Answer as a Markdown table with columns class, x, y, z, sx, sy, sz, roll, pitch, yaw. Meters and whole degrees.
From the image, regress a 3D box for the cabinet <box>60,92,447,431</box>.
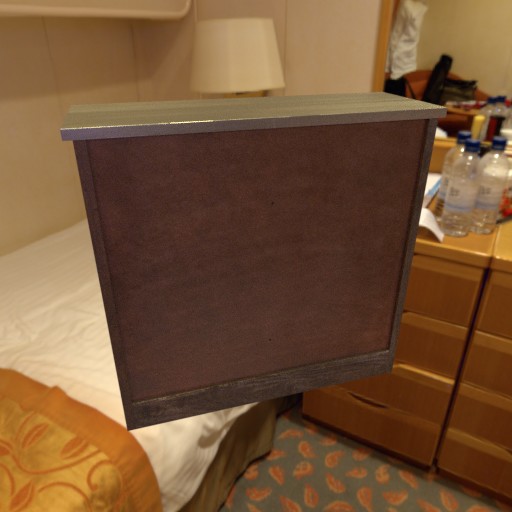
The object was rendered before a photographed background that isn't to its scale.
| class | x | y | z | sx | sy | sz | roll | pitch | yaw |
| --- | --- | --- | --- | --- | --- | --- | --- | --- | --- |
| cabinet | 0.000 | 0.000 | 1.417 | 0.968 | 0.919 | 0.338 | -8 | 28 | -15 |
